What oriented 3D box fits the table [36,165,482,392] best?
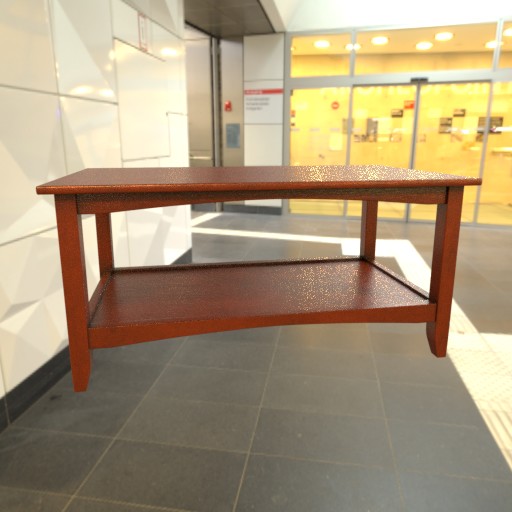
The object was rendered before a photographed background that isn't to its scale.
[{"bbox_3d":[0.000,0.000,1.227,0.943,0.456,0.533,-3,15,-10],"label":"table"}]
